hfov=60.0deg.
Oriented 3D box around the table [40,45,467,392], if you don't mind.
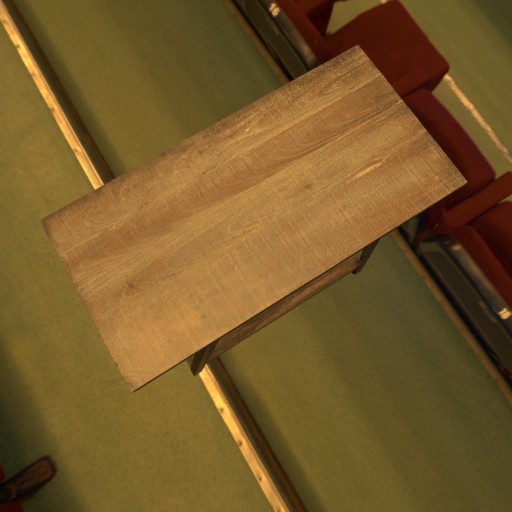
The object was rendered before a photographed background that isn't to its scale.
[{"bbox_3d":[0.000,0.000,1.028,0.599,0.701,0.300,-31,78,-7],"label":"table"}]
